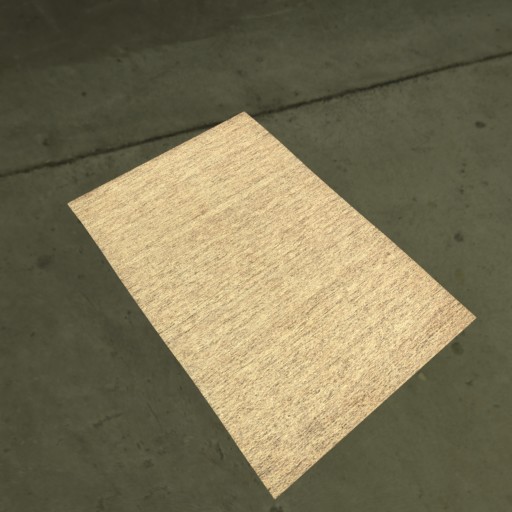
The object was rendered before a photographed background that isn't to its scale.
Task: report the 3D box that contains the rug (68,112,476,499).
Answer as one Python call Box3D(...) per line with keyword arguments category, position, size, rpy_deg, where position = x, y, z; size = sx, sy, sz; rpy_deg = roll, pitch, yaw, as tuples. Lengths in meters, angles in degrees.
Box3D(category="rug", position=(0.000, 0.000, 2.853), size=(1.547, 0.013, 2.283), rpy_deg=(-33, 64, -19))
